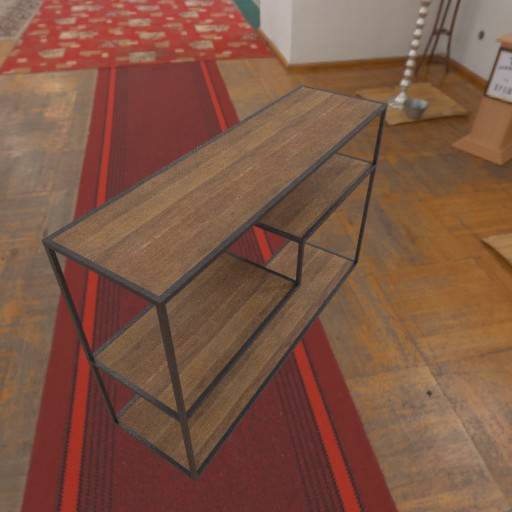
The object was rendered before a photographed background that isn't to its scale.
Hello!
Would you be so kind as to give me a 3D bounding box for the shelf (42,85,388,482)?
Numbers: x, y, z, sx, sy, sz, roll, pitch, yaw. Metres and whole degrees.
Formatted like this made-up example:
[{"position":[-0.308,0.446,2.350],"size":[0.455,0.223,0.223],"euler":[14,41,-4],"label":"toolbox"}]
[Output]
[{"position":[0.000,0.000,1.539],"size":[0.361,0.765,1.201],"euler":[23,45,25],"label":"shelf"}]
